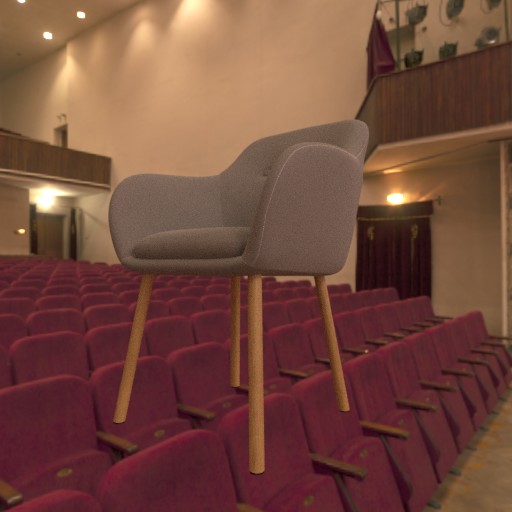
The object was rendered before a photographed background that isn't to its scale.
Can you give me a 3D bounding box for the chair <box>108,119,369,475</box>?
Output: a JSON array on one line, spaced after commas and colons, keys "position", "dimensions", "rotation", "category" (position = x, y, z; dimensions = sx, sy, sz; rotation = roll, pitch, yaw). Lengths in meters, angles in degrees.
[{"position": [0.000, 0.000, 1.200], "dimensions": [0.570, 0.830, 0.590], "rotation": [-1, -1, 37], "category": "chair"}]
